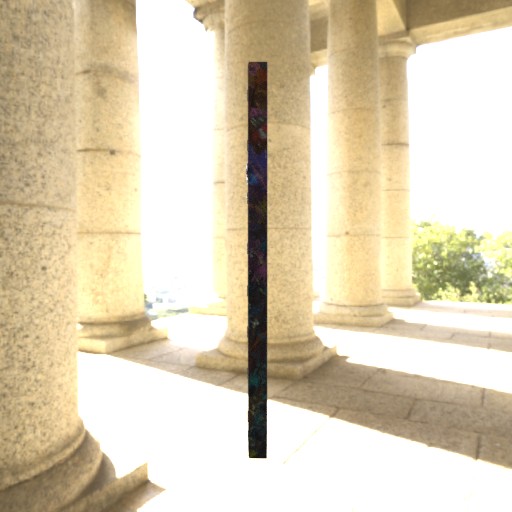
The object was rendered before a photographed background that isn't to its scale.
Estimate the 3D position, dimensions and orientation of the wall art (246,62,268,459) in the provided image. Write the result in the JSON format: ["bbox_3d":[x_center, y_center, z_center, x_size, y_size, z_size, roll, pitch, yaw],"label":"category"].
[{"bbox_3d":[0.000,0.000,1.414,0.042,0.760,1.136,0,1,0],"label":"wall art"}]
